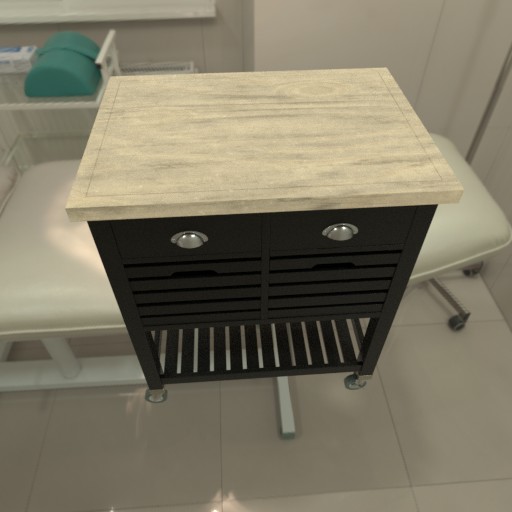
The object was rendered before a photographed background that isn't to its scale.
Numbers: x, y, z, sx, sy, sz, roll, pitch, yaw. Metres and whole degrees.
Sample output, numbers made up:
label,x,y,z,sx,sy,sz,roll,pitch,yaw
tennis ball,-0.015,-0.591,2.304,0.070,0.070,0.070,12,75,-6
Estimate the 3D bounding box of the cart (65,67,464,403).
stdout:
label,x,y,z,sx,sy,sz,roll,pitch,yaw
cart,0.000,0.000,1.396,0.797,0.920,0.567,-3,47,-3
